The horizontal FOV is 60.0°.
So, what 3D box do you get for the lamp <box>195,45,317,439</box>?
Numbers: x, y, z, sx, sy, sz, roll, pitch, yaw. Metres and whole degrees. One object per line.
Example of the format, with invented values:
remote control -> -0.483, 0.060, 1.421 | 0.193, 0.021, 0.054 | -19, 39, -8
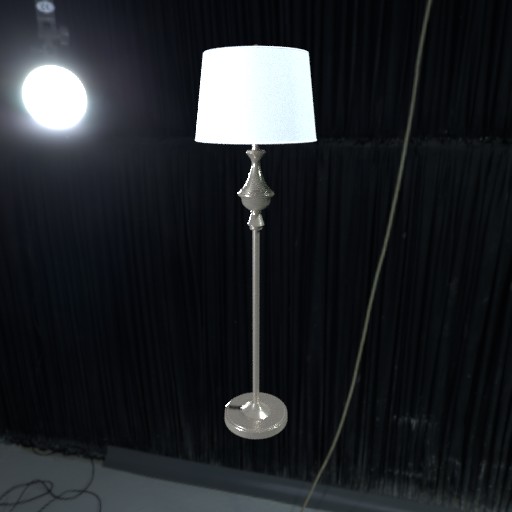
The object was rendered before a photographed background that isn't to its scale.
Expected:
lamp -> 0.000, 0.000, 1.715 | 0.431, 1.488, 0.431 | 0, 18, 0
